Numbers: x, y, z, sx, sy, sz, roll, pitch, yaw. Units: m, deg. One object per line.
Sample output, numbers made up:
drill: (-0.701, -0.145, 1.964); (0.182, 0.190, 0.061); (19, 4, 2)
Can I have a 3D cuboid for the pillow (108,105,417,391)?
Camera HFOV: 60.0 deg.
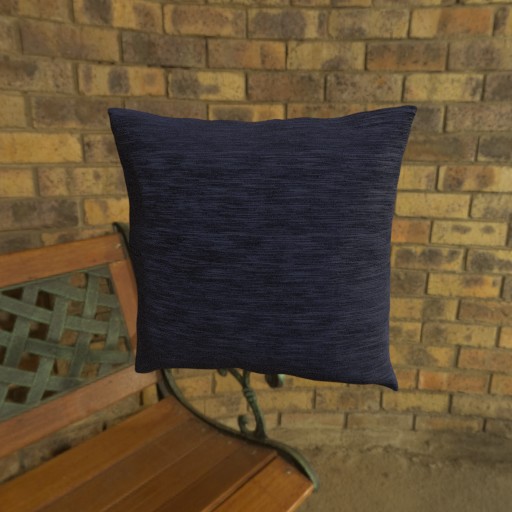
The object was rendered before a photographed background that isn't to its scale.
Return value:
pillow: (0.000, 0.000, 0.679); (0.452, 0.439, 0.204); (2, 14, 9)
